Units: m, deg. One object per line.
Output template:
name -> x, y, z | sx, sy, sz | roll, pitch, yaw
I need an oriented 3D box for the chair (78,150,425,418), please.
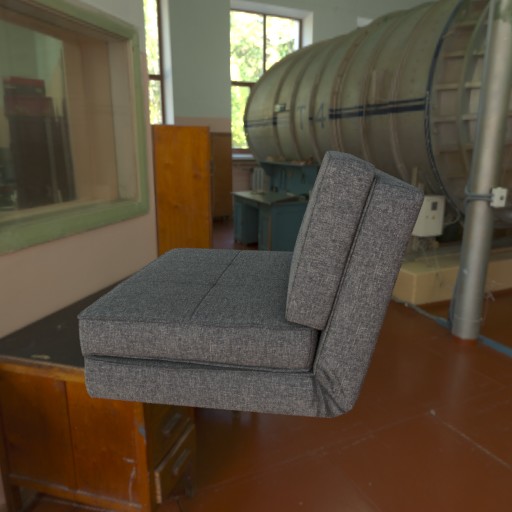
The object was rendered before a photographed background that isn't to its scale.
chair -> 0.000, 0.000, 1.345 | 0.800, 0.615, 0.740 | 2, 14, 8
